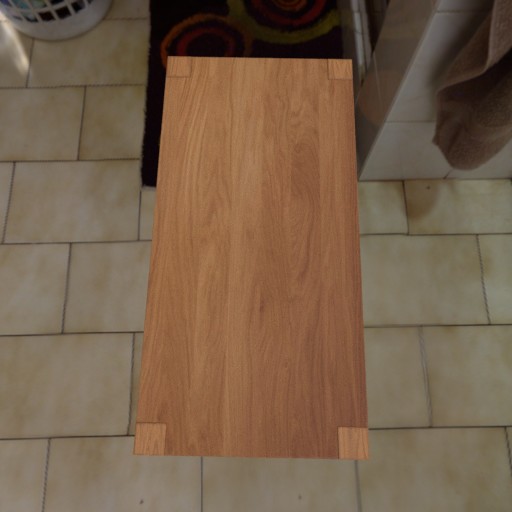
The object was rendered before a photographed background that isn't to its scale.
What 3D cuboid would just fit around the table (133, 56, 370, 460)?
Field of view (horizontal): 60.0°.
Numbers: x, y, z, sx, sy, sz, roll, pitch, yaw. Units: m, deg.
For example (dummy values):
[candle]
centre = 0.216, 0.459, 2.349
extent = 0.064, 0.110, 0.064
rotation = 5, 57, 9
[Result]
[table]
centre = 0.000, 0.000, 2.289
extent = 0.900, 0.760, 1.800
rotation = 1, 74, 0
